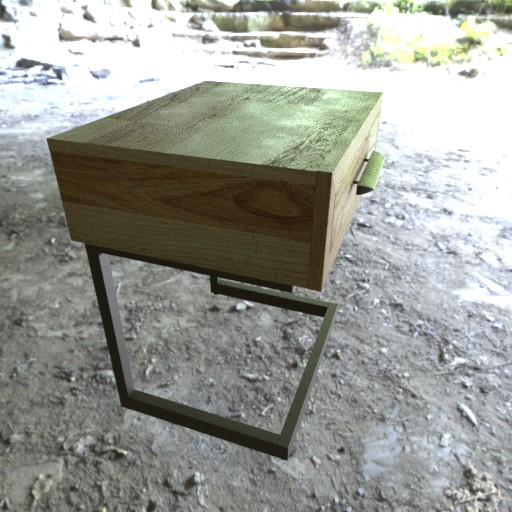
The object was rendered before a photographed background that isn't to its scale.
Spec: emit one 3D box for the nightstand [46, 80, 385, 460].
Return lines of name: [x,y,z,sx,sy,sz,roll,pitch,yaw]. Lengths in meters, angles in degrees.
nightstand: [0.000,0.000,0.993,0.481,0.632,0.558,11,32,17]
